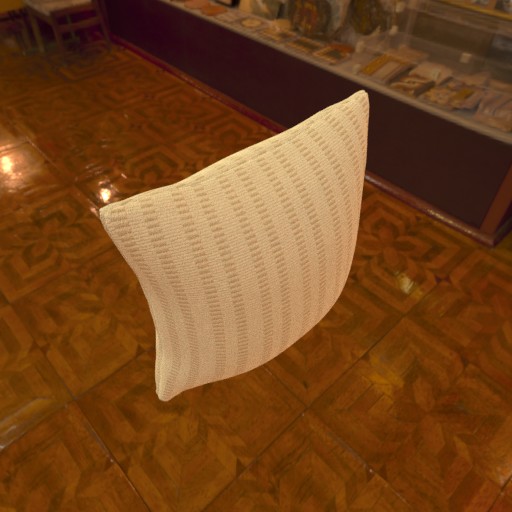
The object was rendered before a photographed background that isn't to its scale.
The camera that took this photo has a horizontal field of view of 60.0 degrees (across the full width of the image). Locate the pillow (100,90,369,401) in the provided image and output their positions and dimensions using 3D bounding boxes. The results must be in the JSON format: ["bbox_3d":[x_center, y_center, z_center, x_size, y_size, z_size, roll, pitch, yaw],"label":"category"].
[{"bbox_3d":[0.000,0.000,0.709,0.438,0.419,0.247,-32,54,-27],"label":"pillow"}]
